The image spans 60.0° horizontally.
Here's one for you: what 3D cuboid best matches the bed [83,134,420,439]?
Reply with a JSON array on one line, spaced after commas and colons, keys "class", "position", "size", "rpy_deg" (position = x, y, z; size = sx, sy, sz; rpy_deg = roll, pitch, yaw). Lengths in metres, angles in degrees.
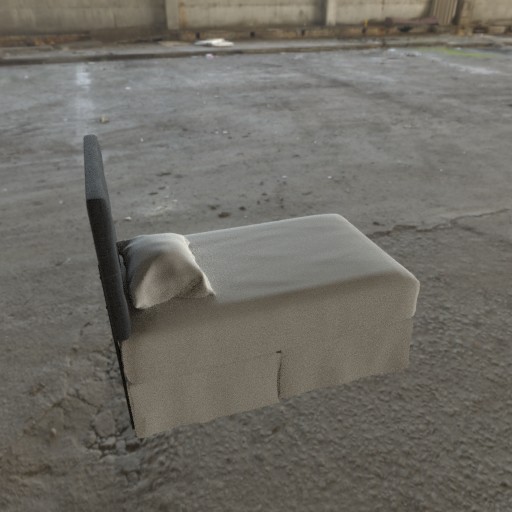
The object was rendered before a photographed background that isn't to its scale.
[{"class": "bed", "position": [0.000, 0.000, 3.068], "size": [1.997, 1.571, 1.261], "rpy_deg": [-10, 32, -16]}]
